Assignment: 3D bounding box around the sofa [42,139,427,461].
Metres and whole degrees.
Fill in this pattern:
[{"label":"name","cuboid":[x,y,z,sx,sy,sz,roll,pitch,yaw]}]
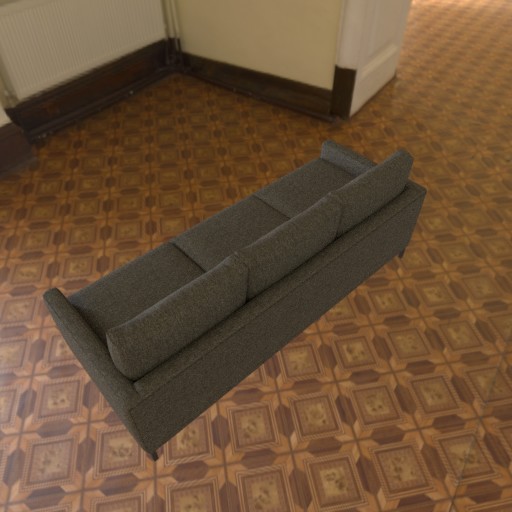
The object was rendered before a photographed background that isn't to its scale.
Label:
[{"label":"sofa","cuboid":[0.000,0.000,2.693,2.253,0.879,0.876,-33,54,-28]}]
